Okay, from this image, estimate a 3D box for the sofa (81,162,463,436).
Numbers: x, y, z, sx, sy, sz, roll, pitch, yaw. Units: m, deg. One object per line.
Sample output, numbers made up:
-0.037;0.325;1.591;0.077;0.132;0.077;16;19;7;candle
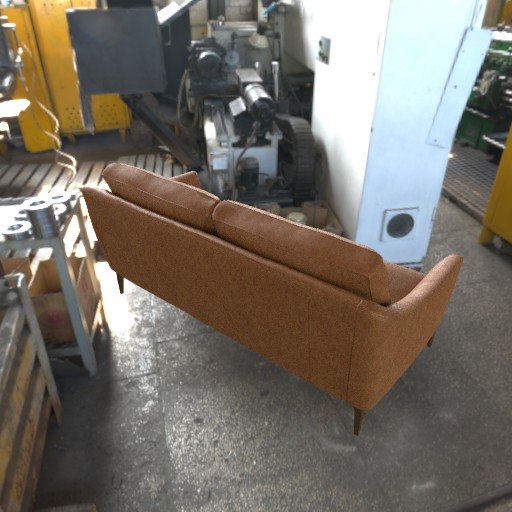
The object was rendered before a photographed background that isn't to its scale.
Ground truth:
0.000;0.000;2.592;2.036;0.945;0.981;23;38;32;sofa
